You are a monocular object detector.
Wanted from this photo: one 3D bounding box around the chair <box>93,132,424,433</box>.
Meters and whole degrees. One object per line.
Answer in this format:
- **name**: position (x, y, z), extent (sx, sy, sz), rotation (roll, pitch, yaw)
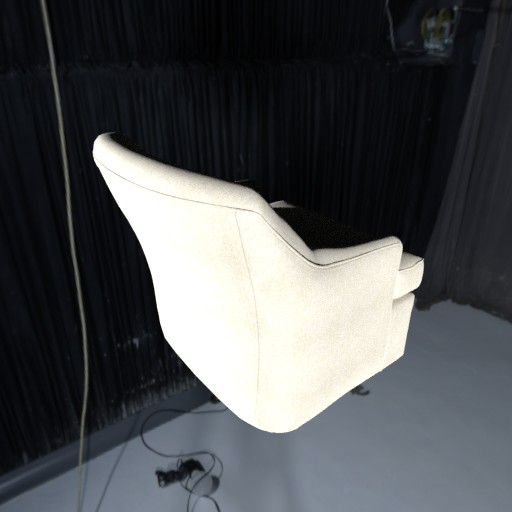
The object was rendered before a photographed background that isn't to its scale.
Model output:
- **chair**: position (0.000, 0.000, 1.560), extent (0.923, 0.856, 0.864), rotation (-19, 32, -33)
